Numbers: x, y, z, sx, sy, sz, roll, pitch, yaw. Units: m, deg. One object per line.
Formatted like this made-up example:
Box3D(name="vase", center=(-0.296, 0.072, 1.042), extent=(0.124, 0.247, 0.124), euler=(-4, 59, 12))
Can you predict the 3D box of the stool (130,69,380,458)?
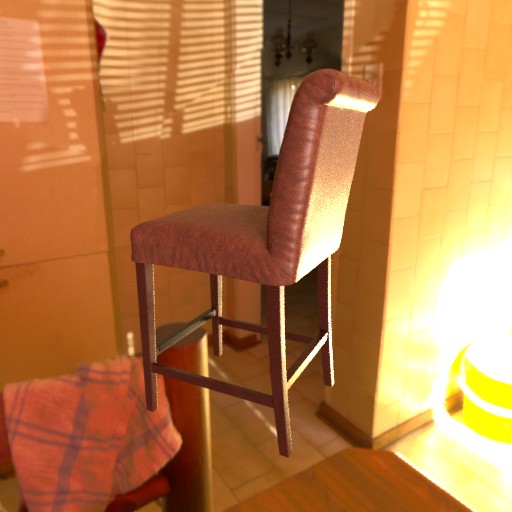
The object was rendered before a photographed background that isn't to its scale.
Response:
Box3D(name="stool", center=(0.000, 0.000, 1.471), extent=(0.660, 1.084, 0.486), euler=(8, 17, 26))
